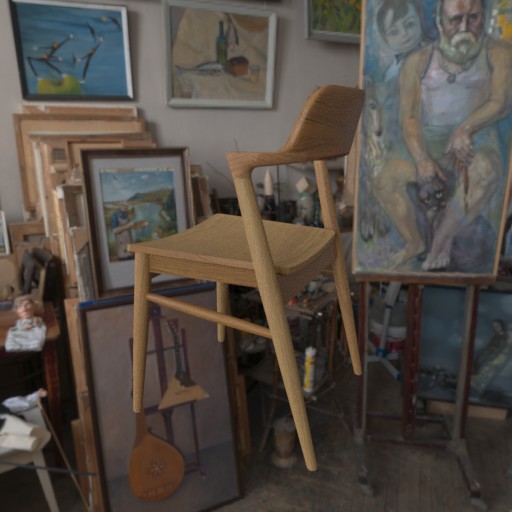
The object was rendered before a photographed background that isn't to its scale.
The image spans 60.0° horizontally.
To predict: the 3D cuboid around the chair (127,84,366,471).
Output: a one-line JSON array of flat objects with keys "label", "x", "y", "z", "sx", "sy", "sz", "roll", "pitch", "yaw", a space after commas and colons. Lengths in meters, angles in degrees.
[{"label": "chair", "x": 0.000, "y": 0.000, "z": 1.139, "sx": 0.499, "sy": 0.792, "sz": 0.512, "roll": 8, "pitch": 18, "yaw": 25}]
